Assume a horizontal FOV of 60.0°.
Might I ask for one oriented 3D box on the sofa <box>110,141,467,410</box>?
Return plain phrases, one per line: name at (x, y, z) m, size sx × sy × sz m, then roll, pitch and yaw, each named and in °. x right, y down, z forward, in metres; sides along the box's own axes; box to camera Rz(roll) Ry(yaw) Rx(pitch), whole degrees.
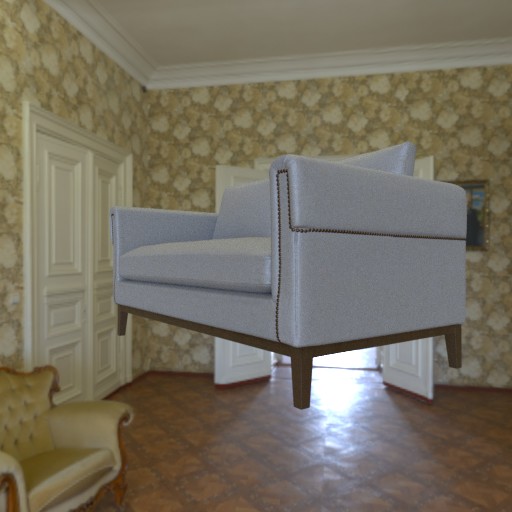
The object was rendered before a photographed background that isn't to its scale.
sofa at (0.000, 0.000, 2.088) m, size 0.899 × 0.873 × 1.598 m, roll 0°, pitch -1°, yaw -36°
